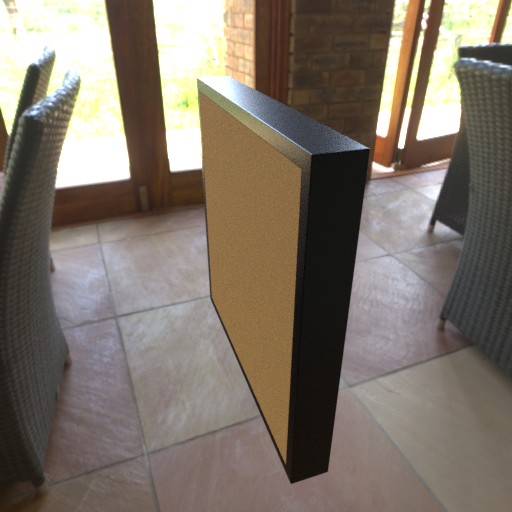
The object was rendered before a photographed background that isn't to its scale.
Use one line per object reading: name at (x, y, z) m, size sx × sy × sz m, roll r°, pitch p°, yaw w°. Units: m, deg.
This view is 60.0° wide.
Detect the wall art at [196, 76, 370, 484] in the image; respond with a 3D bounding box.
wall art at (0.000, 0.000, 0.447) m, size 0.037 × 0.299 × 0.299 m, roll -10°, pitch 31°, yaw -16°
